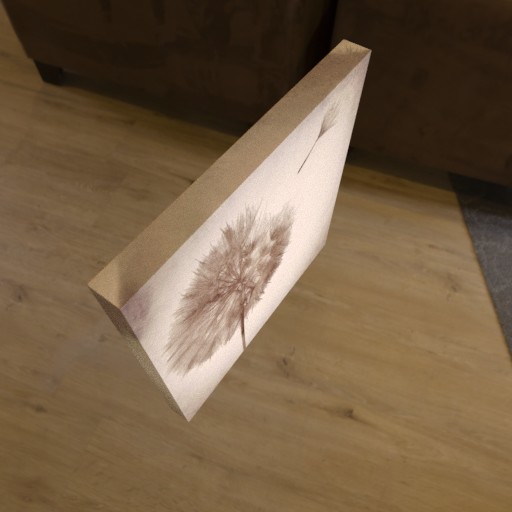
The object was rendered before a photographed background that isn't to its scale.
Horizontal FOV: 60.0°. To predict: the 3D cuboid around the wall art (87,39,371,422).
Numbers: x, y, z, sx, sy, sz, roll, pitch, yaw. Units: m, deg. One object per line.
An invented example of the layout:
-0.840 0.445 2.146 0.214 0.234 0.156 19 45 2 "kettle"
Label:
0.000 0.000 0.450 0.028 0.303 0.303 31 63 18 "wall art"
